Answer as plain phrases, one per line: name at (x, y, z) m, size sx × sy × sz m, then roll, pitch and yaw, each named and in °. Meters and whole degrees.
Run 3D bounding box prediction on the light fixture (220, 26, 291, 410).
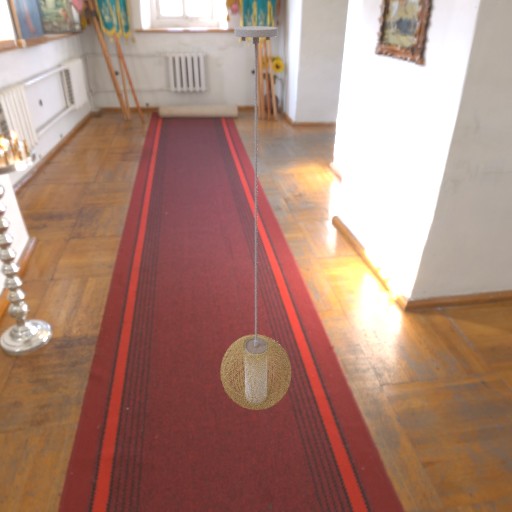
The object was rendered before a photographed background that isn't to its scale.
light fixture at (0.000, 0.000, 2.132) m, size 0.406 × 1.955 × 0.407 m, roll 21°, pitch 37°, yaw 30°
